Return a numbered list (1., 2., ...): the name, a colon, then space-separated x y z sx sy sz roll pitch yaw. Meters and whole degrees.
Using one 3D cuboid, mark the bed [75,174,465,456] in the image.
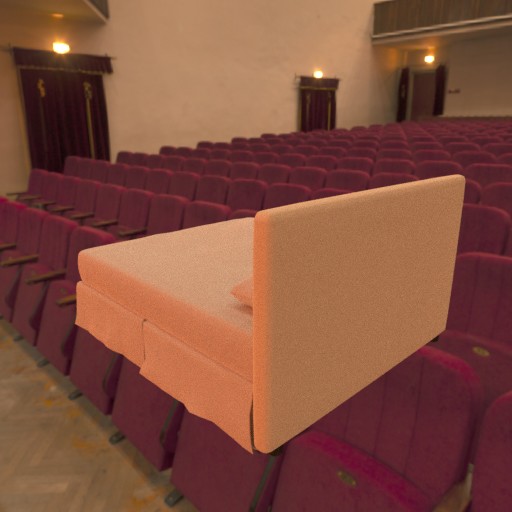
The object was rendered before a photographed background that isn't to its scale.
1. bed: 0.000 0.000 3.511 2.119 1.317 2.341 -15 23 -41
